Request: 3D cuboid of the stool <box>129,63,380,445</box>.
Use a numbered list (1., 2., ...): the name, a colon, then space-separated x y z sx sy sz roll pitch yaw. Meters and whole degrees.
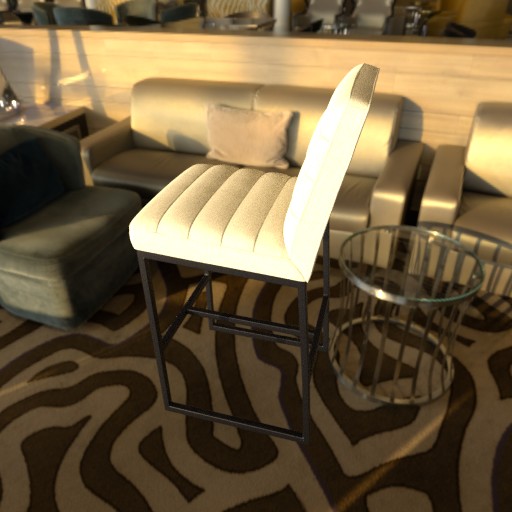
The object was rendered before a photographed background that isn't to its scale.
1. stool: 0.000 0.000 1.327 0.560 1.040 0.460 8 33 13
